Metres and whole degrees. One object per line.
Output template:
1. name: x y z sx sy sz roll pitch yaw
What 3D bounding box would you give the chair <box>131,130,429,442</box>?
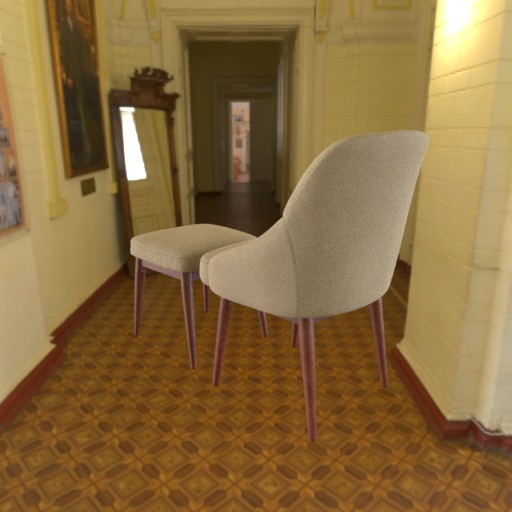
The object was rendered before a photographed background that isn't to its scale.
1. chair: 0.000 0.000 1.602 0.584 0.866 1.114 -15 21 -43
